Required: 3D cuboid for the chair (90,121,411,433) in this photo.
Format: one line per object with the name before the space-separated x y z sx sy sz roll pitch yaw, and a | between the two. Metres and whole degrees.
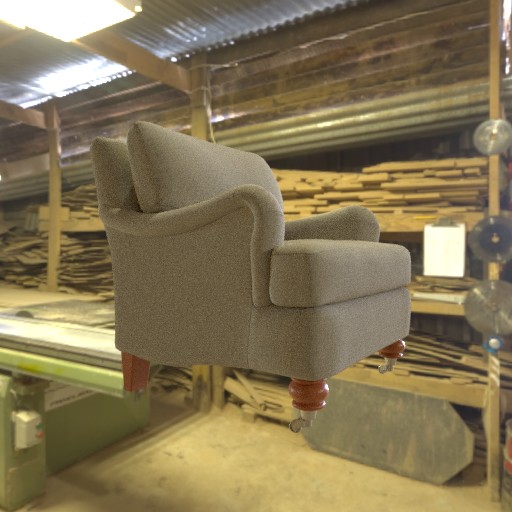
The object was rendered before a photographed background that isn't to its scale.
chair | 0.000 0.000 1.857 1.070 1.038 0.955 1 1 35
